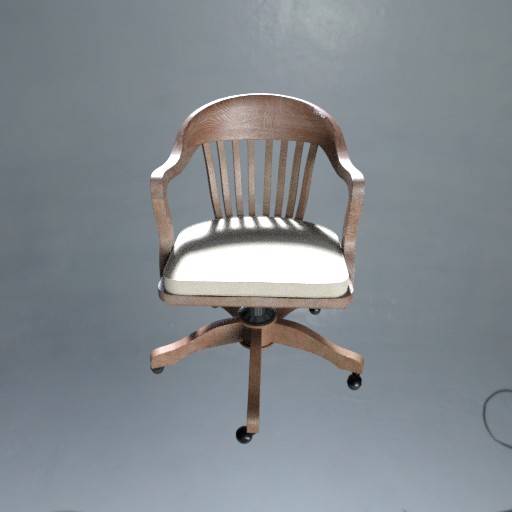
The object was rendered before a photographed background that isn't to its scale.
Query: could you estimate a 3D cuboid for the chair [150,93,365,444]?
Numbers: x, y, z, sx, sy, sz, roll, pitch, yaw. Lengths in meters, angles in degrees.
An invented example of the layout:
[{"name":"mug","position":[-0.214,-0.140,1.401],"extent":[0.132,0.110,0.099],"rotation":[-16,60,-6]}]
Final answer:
[{"name":"chair","position":[0.000,0.000,1.450],"extent":[0.750,0.878,0.788],"rotation":[1,30,2]}]
